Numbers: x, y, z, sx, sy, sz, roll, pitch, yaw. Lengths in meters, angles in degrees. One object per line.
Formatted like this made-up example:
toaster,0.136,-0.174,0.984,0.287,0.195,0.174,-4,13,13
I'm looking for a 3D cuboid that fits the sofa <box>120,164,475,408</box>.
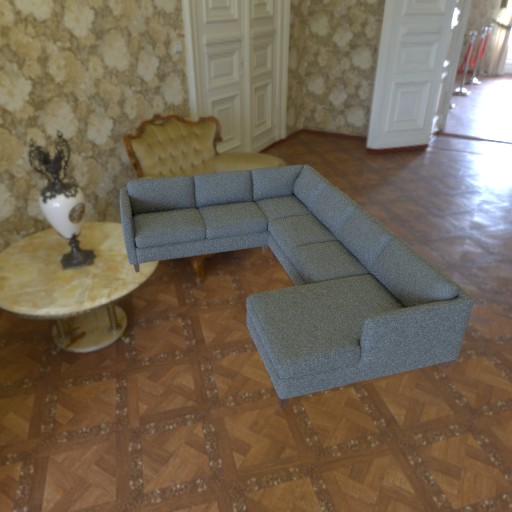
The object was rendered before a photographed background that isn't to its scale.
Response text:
sofa,0.000,0.000,4.490,2.551,0.853,3.238,-8,31,-14
